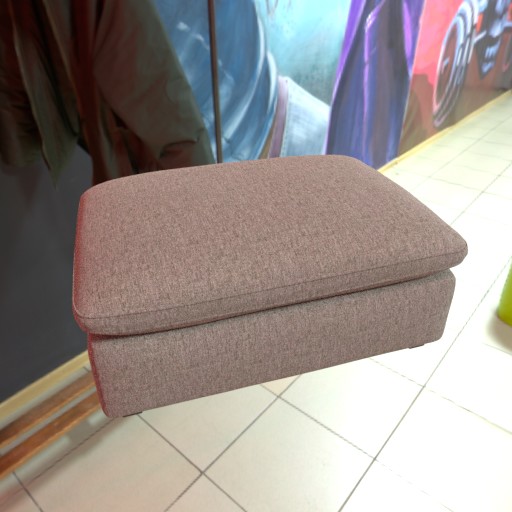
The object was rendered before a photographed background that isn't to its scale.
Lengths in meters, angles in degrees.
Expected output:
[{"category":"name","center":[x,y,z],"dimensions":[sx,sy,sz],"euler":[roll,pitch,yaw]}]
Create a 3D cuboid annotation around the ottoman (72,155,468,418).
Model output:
[{"category":"ottoman","center":[0.000,0.000,1.338],"dimensions":[0.977,0.451,0.694],"euler":[-9,34,-14]}]
